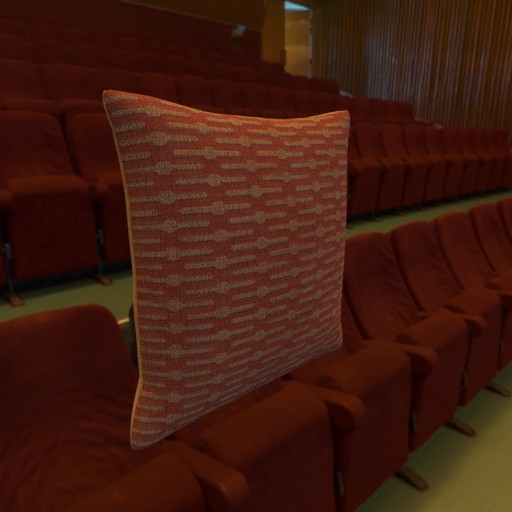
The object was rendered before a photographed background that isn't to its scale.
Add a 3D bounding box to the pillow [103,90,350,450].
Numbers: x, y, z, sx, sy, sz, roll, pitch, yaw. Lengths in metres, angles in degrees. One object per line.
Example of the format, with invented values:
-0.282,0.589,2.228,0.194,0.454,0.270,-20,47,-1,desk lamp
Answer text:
0.000,0.000,0.764,0.511,0.503,0.182,-13,19,-42,pillow
